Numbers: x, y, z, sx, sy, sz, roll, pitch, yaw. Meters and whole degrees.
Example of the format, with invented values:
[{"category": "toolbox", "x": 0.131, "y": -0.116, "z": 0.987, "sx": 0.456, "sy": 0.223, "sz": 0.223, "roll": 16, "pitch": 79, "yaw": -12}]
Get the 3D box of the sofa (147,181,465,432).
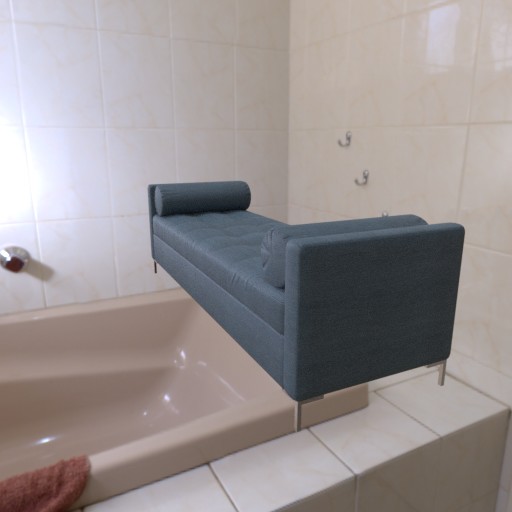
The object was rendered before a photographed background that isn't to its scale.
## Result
[{"category": "sofa", "x": 0.000, "y": 0.000, "z": 2.336, "sx": 0.686, "sy": 0.635, "sz": 1.981, "roll": -7, "pitch": 16, "yaw": -25}]
